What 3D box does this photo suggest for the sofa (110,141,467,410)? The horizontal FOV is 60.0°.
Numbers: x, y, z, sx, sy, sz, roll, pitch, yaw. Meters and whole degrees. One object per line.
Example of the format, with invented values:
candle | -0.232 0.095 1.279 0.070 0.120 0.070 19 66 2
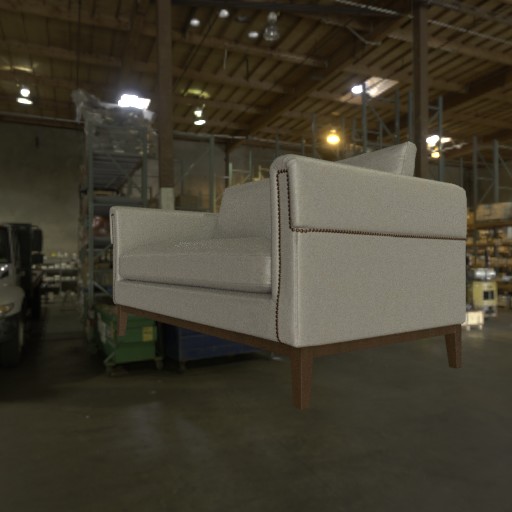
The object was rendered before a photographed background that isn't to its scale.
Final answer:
sofa | 0.000 0.000 2.088 0.899 0.873 1.598 0 -1 -36
